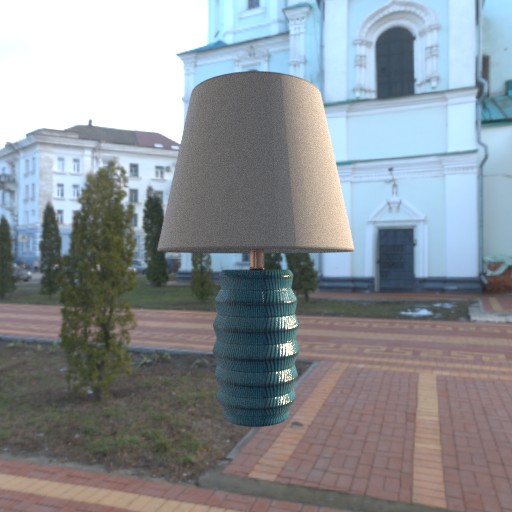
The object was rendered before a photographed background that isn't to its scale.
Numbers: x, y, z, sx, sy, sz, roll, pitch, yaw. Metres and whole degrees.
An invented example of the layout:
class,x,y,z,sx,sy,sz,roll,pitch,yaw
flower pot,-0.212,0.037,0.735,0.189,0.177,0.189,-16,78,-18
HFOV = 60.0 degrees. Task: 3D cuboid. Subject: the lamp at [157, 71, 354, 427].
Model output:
class,x,y,z,sx,sy,sz,roll,pitch,yaw
lamp,0.000,0.000,0.816,0.355,0.582,0.355,0,-1,0
